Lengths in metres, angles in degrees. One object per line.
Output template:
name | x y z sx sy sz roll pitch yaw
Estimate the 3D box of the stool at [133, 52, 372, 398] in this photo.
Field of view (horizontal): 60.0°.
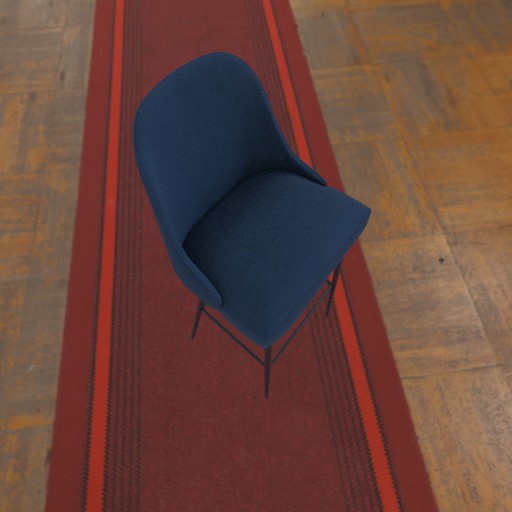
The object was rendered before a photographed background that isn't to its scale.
stool | 0.000 0.000 1.378 0.489 1.079 0.527 33 64 19
